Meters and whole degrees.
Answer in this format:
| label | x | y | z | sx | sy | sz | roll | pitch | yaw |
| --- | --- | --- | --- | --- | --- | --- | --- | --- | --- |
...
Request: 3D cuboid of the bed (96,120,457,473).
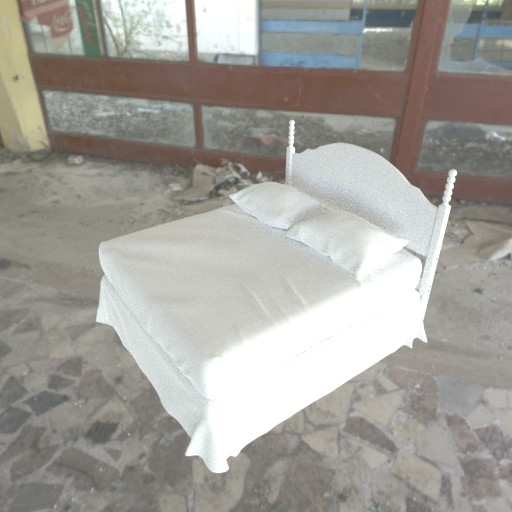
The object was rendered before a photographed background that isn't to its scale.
| label | x | y | z | sx | sy | sz | roll | pitch | yaw |
| --- | --- | --- | --- | --- | --- | --- | --- | --- | --- |
| bed | 0.000 | 0.000 | 3.228 | 2.040 | 1.356 | 1.873 | -20 | 36 | -31 |
